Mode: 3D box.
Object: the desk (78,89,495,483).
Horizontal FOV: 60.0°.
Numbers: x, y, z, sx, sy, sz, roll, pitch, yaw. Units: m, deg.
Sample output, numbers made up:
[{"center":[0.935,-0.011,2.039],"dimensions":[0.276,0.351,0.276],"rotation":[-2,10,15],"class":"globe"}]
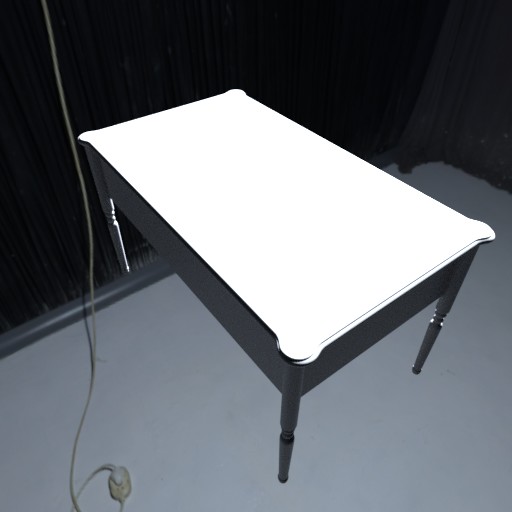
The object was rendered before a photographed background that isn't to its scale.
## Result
[{"center":[0.000,0.000,1.808],"dimensions":[0.807,0.762,1.380],"rotation":[-27,49,-26],"class":"desk"}]
